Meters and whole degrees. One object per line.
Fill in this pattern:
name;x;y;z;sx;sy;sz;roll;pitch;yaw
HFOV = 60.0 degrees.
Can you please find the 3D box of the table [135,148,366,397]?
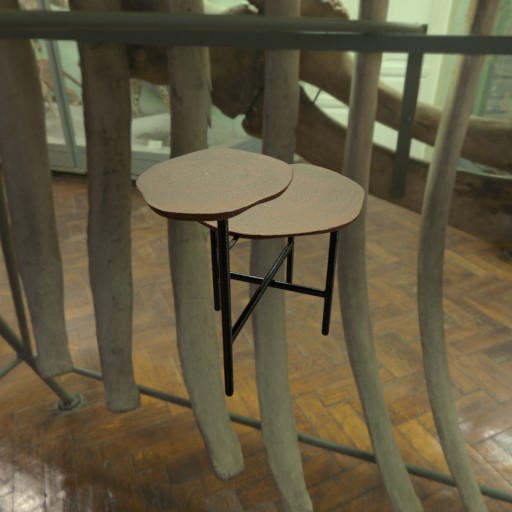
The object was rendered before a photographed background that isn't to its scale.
table;0.000;0.000;1.061;0.442;0.538;0.759;10;31;18
